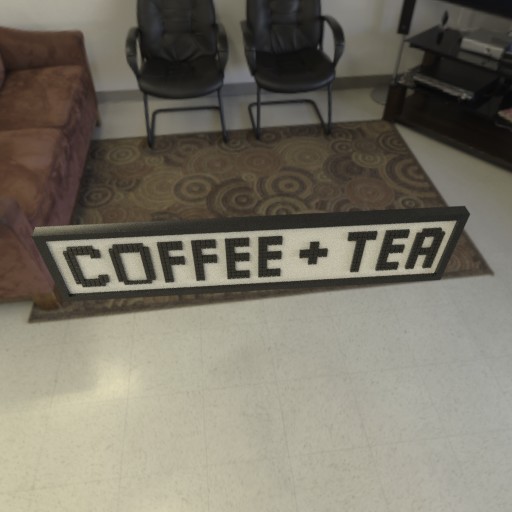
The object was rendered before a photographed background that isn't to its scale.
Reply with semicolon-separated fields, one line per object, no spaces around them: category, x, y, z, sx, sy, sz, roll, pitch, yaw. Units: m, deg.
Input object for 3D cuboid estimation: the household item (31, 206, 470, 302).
household item;0.000;0.000;1.103;1.001;0.236;0.030;-3;46;-3
